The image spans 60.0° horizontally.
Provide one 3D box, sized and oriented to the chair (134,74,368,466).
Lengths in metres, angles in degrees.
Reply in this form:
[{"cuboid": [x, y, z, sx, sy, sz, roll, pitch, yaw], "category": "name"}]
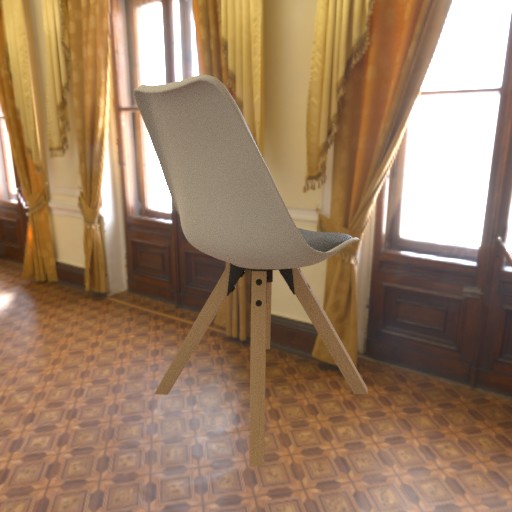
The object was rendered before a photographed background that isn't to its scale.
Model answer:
[{"cuboid": [0.000, 0.000, 1.201, 0.550, 0.850, 0.485, -13, 20, -42], "category": "chair"}]
